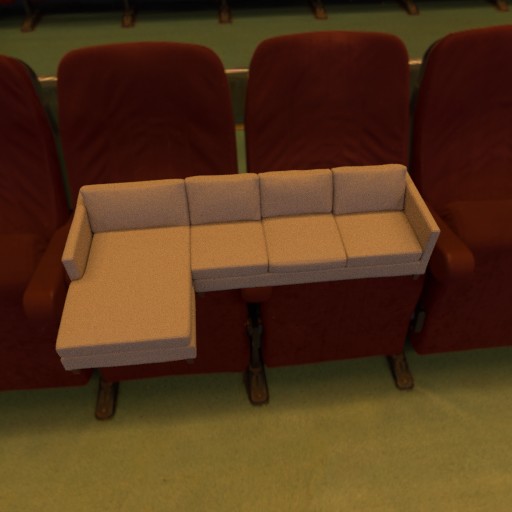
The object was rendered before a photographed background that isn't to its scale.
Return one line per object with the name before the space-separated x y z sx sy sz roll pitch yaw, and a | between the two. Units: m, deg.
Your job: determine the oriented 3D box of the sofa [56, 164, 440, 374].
sofa | 0.000 0.000 3.930 3.186 0.846 1.625 -4 47 -4
